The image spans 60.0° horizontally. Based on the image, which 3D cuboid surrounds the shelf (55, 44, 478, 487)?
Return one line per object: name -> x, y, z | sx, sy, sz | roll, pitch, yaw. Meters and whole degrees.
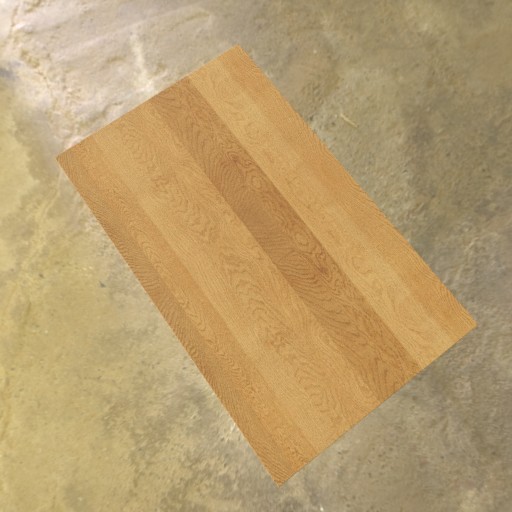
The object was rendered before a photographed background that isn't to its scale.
shelf -> 0.000, 0.000, 1.521 | 0.700, 0.450, 1.150 | -35, 78, -9
